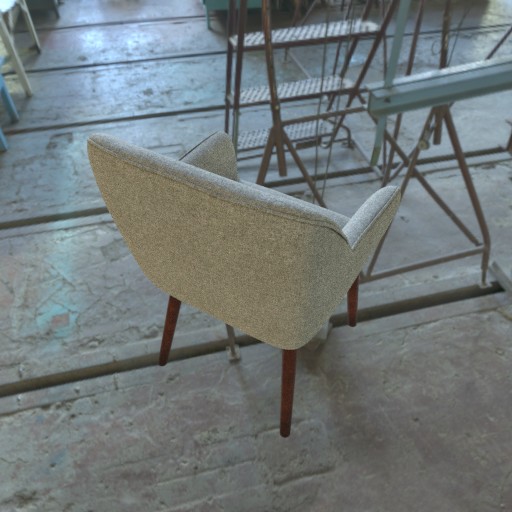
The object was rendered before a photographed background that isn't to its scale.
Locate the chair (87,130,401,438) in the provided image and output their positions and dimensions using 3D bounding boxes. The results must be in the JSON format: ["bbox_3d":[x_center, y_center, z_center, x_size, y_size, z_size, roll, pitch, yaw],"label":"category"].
[{"bbox_3d":[0.000,0.000,1.129,0.543,0.803,0.519,23,50,21],"label":"chair"}]
